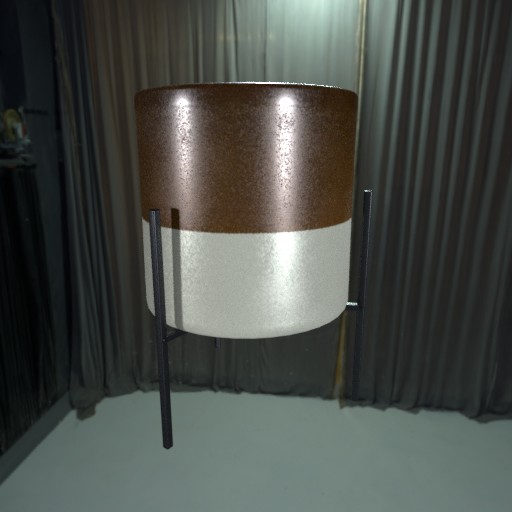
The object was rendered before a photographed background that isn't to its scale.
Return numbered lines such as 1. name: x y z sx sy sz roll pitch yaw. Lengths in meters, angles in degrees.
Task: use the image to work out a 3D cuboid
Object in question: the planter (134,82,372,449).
1. planter: 0.000 0.000 0.548 0.269 0.375 0.255 2 15 7
